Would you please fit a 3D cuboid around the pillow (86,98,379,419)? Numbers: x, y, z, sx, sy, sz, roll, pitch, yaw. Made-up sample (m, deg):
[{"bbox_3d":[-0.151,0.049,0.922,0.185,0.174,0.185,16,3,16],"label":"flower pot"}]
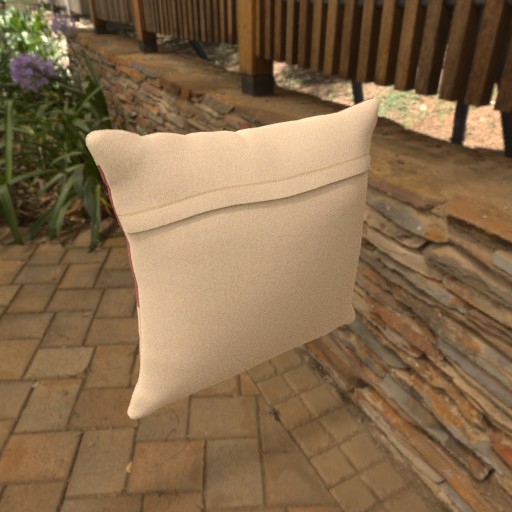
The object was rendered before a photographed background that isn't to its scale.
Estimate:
[{"bbox_3d":[0.000,0.000,0.787,0.536,0.506,0.229,-18,35,-28],"label":"pillow"}]
